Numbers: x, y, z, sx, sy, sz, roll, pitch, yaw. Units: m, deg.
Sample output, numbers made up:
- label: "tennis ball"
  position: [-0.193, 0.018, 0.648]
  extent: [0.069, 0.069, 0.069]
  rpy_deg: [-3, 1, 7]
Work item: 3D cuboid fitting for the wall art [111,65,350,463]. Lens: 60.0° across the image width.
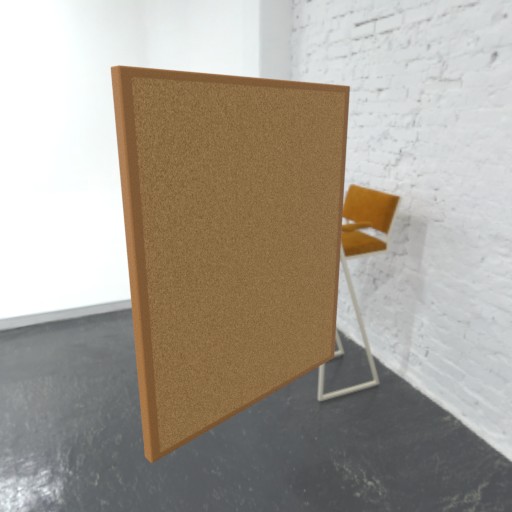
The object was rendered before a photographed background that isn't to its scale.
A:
- label: "wall art"
  position: [0.000, 0.000, 0.741]
  extent: [0.452, 0.553, 0.022]
  rpy_deg: [-16, 23, -41]
